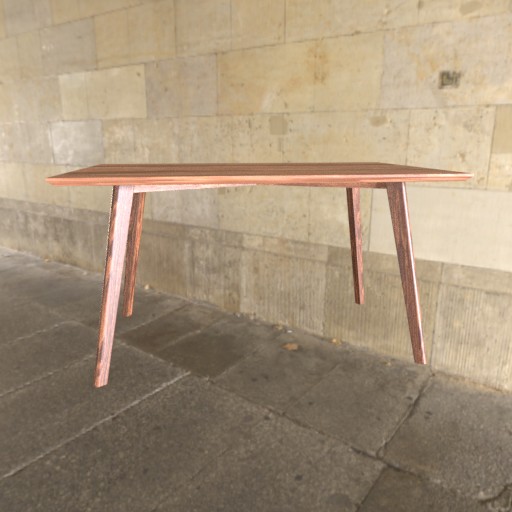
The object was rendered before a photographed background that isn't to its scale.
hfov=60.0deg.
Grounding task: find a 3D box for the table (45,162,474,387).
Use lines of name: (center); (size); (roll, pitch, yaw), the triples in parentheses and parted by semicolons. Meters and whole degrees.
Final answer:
table: (0.000, 0.000, 1.855); (1.349, 0.724, 0.801); (-2, 15, -8)
